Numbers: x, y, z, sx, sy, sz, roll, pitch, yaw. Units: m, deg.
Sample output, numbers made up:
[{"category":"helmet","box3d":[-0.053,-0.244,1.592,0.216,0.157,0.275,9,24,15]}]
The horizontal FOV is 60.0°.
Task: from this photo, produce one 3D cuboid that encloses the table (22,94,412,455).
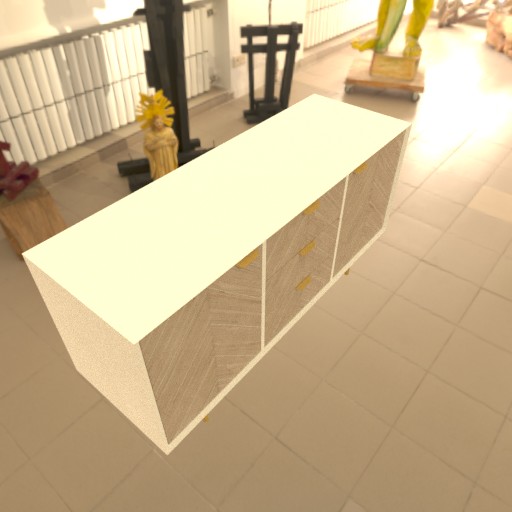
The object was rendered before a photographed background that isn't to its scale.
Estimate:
[{"category":"table","box3d":[0.000,0.000,1.841,0.508,0.769,1.500,29,49,28]}]
